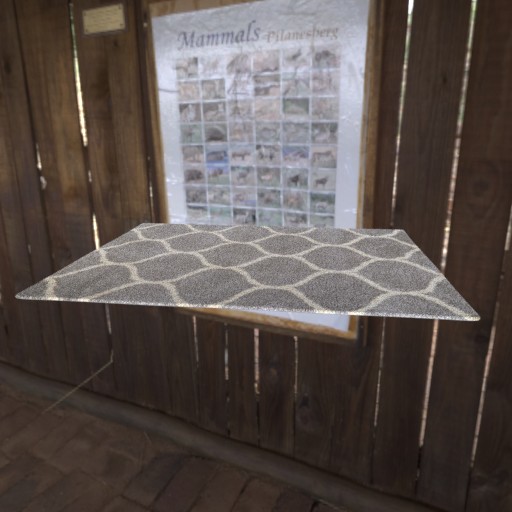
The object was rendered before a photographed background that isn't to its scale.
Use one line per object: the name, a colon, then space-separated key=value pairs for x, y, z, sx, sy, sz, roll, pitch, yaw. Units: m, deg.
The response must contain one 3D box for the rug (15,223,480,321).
rug: x=0.000 y=0.000 z=3.944 sx=3.000 sy=0.026 sz=2.399 roll=2 pitch=16 yaw=7
